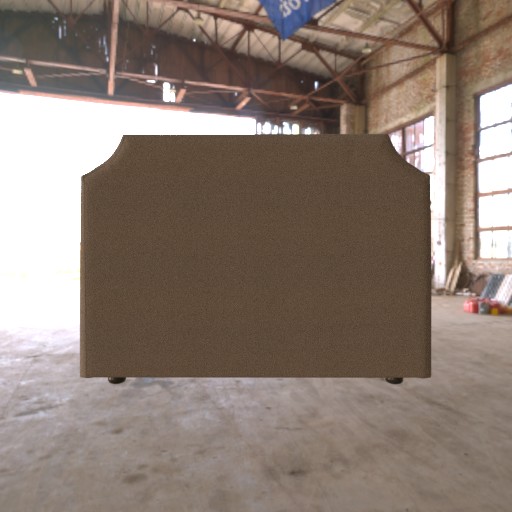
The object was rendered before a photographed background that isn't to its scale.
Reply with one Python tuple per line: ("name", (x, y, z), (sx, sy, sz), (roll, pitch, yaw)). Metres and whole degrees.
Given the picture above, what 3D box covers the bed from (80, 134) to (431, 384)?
("bed", (0.000, 0.000, 3.343), (1.828, 1.303, 2.164), (0, 1, 0))
